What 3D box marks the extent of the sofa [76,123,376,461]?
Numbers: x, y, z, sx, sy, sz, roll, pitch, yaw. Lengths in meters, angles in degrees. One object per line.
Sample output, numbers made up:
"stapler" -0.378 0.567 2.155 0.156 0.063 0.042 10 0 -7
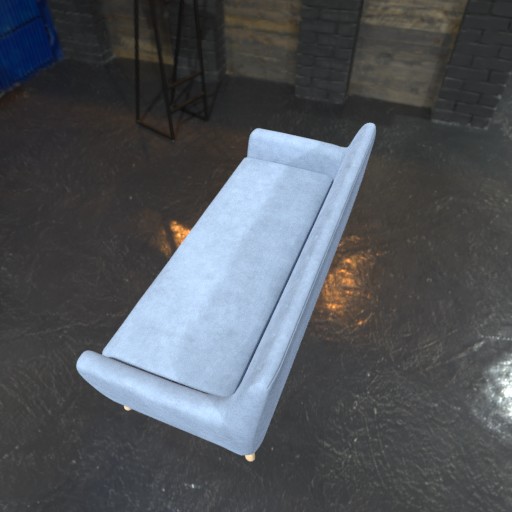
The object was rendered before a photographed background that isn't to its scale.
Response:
"sofa" 0.000 0.000 2.404 0.830 0.830 1.970 16 48 15
